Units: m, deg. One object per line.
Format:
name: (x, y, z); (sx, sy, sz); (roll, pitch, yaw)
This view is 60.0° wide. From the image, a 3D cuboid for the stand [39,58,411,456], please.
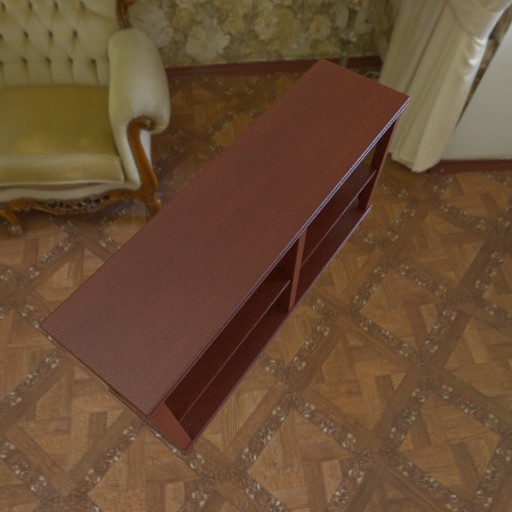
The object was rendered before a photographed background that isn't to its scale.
stand: (0.000, 0.000, 1.690); (0.381, 0.762, 1.372); (32, 64, 18)
